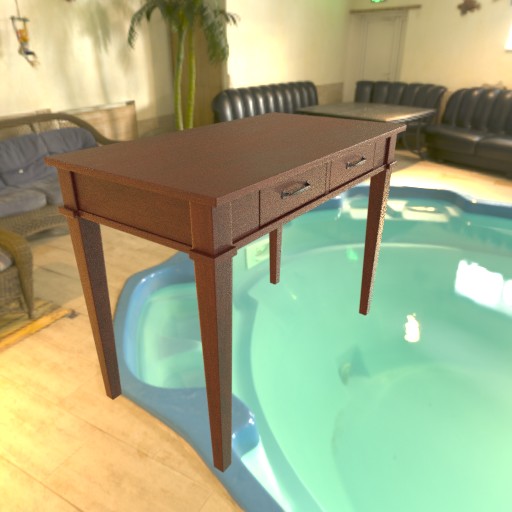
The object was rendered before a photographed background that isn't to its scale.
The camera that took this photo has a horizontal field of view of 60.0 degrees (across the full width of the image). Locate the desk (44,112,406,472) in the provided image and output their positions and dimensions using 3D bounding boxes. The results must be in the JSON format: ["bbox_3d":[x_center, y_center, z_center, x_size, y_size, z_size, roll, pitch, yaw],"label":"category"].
[{"bbox_3d":[0.000,0.000,1.459,0.549,0.762,1.001,17,30,32],"label":"desk"}]
